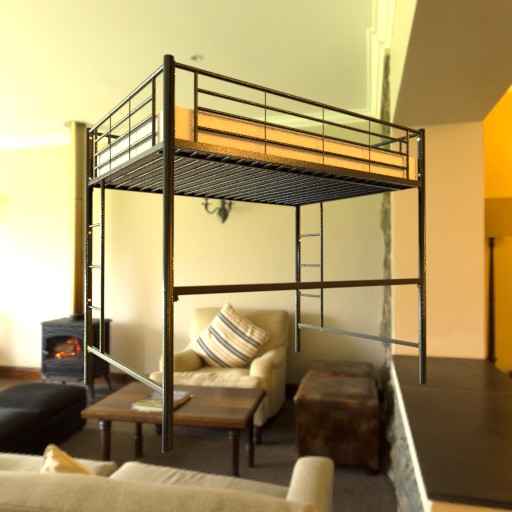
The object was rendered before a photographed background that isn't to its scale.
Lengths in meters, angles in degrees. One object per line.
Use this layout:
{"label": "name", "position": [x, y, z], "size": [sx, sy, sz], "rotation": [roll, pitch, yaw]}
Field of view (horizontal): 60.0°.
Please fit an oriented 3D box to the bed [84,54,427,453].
{"label": "bed", "position": [0.000, 0.000, 3.134], "size": [1.994, 1.803, 1.397], "rotation": [1, -1, -35]}
